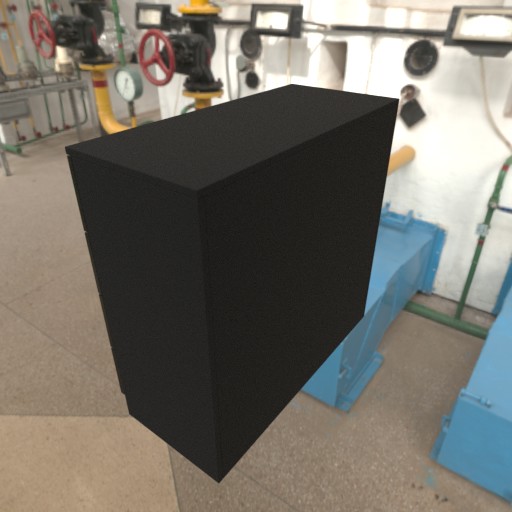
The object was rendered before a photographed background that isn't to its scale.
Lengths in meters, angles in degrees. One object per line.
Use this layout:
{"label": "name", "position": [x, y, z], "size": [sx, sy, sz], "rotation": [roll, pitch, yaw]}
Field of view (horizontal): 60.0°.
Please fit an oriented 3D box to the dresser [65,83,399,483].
{"label": "dresser", "position": [0.000, 0.000, 1.169], "size": [0.360, 0.720, 0.750], "rotation": [22, 38, 31]}
